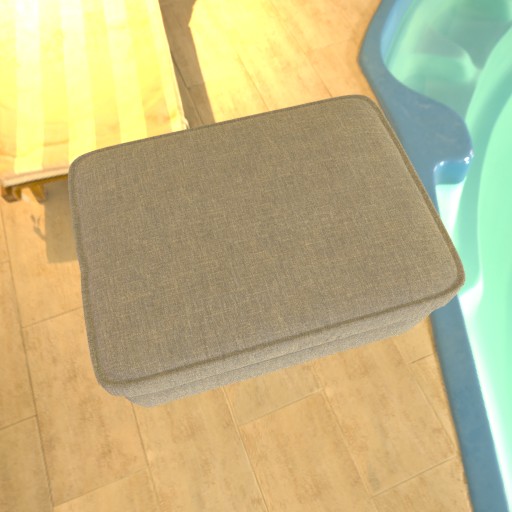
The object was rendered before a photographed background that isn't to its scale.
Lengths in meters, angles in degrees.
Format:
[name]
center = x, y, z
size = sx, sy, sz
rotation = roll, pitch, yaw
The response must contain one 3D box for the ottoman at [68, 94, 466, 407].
[ottoman]
center = 0.000, 0.000, 1.107
size = 0.762, 0.457, 0.559
rotation = -15, 65, -7
